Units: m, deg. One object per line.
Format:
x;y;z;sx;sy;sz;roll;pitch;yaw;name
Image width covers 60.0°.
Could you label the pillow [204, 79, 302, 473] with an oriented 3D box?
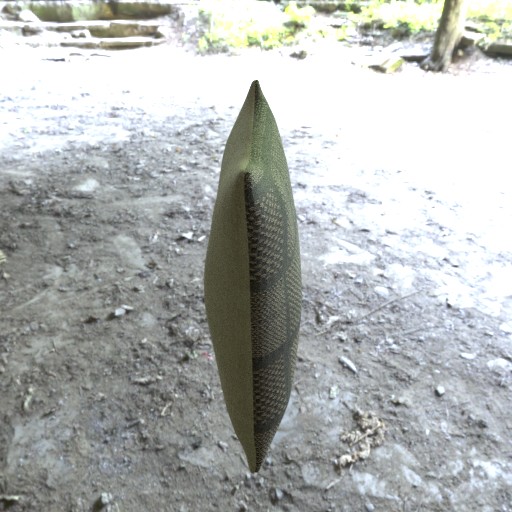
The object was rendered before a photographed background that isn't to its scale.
0.000;0.000;0.672;0.138;0.432;0.435;1;32;1;pillow
